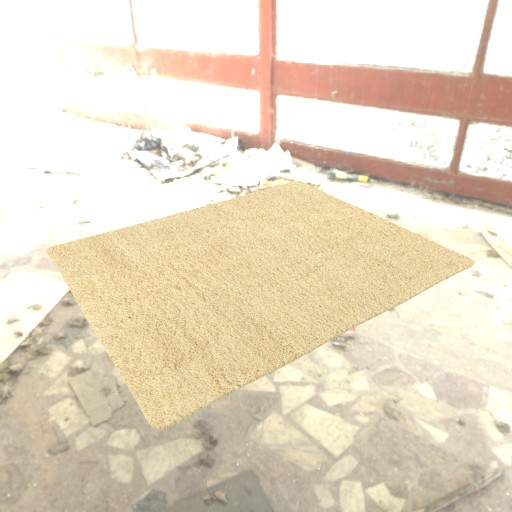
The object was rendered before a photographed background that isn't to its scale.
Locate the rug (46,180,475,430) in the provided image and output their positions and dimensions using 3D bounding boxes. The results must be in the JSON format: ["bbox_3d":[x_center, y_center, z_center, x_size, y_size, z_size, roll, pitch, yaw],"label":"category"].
[{"bbox_3d":[0.000,0.000,3.926,3.001,0.025,2.401,-20,36,-30],"label":"rug"}]
